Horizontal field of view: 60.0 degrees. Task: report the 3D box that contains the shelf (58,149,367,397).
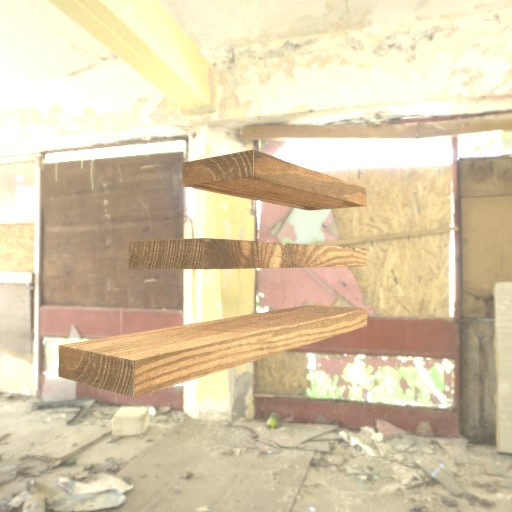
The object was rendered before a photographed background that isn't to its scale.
[{"bbox_3d":[0.000,0.000,0.734,0.140,0.293,0.610,-1,-1,36],"label":"shelf"}]
